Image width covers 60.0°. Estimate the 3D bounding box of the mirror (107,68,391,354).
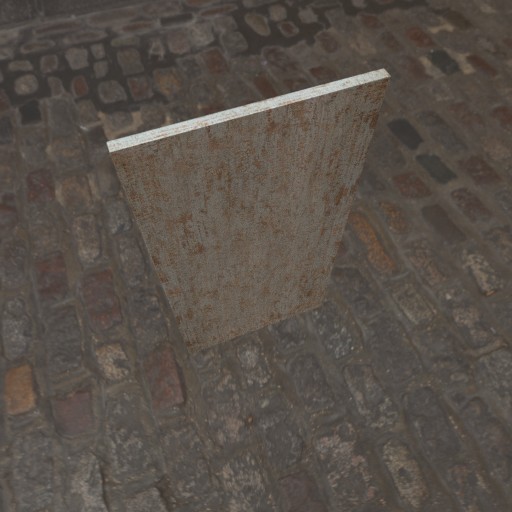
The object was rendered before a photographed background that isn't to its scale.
[{"bbox_3d":[0.000,0.000,1.096,0.472,0.922,0.027,-19,61,-11],"label":"mirror"}]
